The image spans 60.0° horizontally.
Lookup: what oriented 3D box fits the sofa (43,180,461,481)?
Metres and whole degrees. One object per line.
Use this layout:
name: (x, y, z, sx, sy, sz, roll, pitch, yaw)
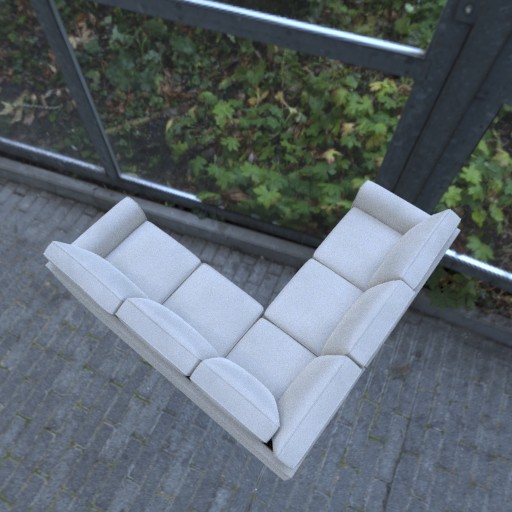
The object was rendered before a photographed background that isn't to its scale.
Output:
sofa: (0.000, 0.000, 3.905, 2.569, 1.054, 2.487, 35, 68, 17)
